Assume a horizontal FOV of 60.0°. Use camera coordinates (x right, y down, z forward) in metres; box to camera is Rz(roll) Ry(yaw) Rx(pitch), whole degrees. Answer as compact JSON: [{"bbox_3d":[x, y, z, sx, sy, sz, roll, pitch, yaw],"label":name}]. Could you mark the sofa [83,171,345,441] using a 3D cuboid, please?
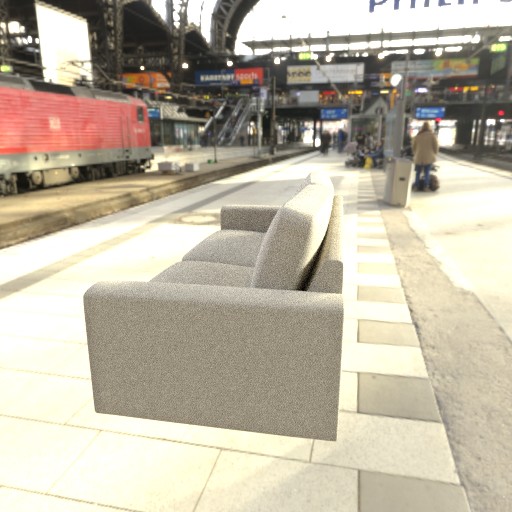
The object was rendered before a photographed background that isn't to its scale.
[{"bbox_3d":[0.000,0.000,2.643,1.016,0.873,2.179,3,16,10],"label":"sofa"}]
